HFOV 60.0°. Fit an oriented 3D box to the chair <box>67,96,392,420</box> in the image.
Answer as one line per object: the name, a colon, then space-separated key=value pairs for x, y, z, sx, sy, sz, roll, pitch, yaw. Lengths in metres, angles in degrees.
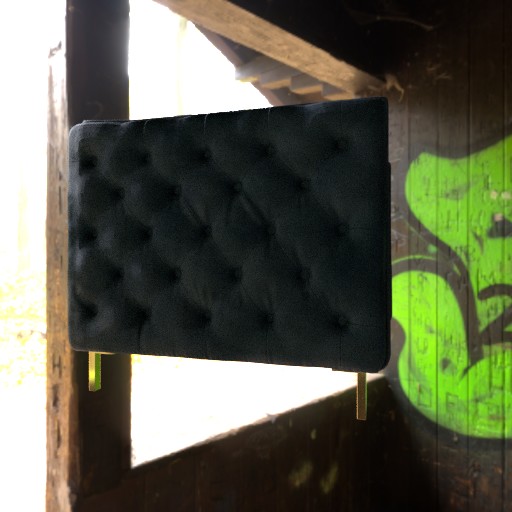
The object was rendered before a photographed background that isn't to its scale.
chair: x=0.000 y=0.000 z=1.497 sx=0.877 sy=0.771 sz=0.868 roll=0 pitch=0 yaw=17
